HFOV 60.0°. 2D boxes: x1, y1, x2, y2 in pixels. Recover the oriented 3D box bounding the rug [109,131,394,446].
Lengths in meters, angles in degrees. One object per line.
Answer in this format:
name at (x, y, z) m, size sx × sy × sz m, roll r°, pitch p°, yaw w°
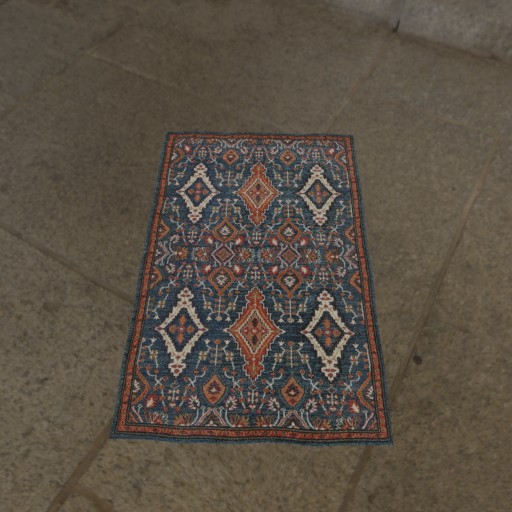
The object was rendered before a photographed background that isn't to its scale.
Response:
rug at (0.000, 0.000, 4.247) m, size 2.190 × 0.008 × 3.371 m, roll 1°, pitch 58°, yaw 1°
